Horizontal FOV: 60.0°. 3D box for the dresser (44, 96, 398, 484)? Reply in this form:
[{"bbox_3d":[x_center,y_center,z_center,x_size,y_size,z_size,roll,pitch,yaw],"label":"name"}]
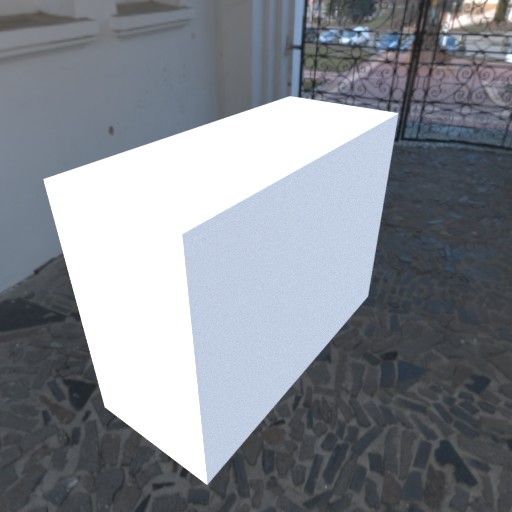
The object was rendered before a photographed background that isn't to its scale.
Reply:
[{"bbox_3d":[0.000,0.000,1.543,0.460,0.820,1.100,21,38,30],"label":"dresser"}]
